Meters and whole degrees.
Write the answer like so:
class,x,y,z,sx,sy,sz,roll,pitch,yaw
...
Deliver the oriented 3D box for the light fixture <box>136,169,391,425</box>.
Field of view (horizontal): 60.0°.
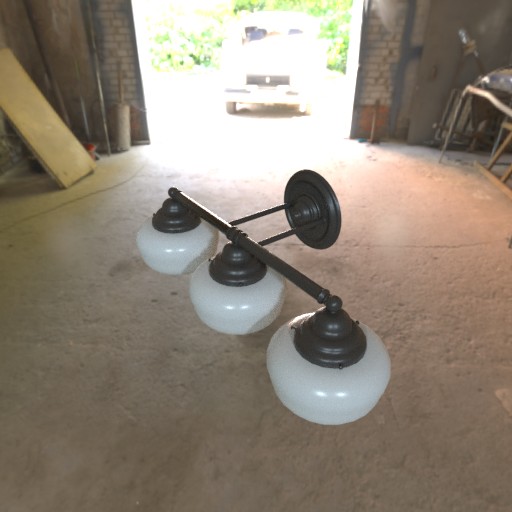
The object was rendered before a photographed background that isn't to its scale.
class,x,y,z,sx,sy,sz,roll,pitch,yaw
light fixture,0.000,0.000,0.735,0.239,0.242,0.587,-21,38,-30
